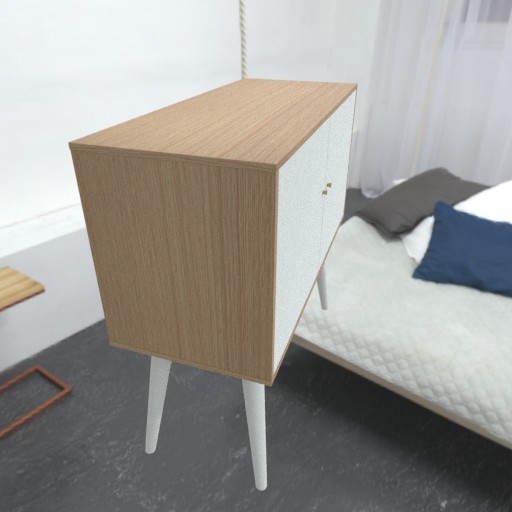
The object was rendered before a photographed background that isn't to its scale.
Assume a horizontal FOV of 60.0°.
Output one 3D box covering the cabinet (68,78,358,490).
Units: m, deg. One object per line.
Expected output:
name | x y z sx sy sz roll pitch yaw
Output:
cabinet | 0.000 0.000 1.548 0.470 1.016 1.057 10 30 17
